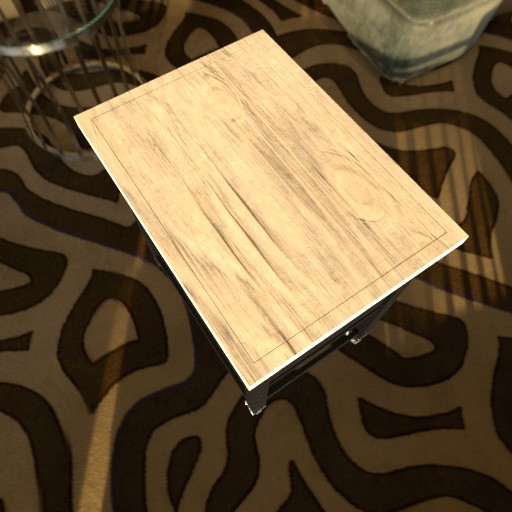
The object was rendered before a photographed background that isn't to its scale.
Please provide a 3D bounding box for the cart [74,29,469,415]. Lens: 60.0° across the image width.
[{"bbox_3d":[0.000,0.000,1.441,0.567,0.920,0.797,-31,68,-14],"label":"cart"}]
